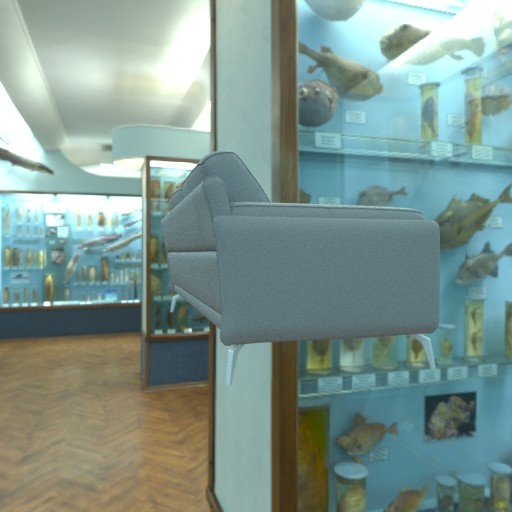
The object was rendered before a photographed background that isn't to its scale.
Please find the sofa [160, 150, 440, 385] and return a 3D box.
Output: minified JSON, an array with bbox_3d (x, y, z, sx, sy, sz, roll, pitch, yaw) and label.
[{"bbox_3d":[0.000,0.000,2.644,0.969,0.900,2.100,0,0,-16],"label":"sofa"}]
